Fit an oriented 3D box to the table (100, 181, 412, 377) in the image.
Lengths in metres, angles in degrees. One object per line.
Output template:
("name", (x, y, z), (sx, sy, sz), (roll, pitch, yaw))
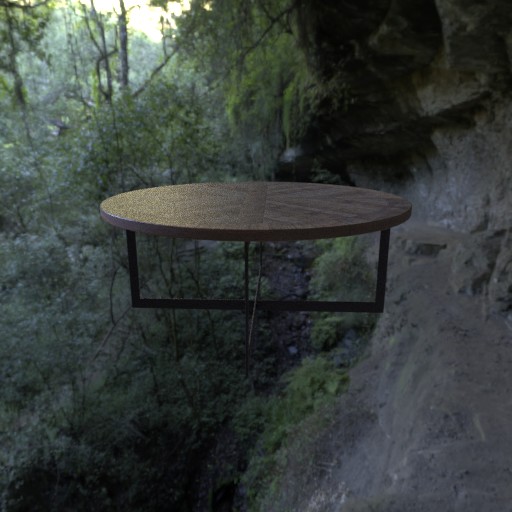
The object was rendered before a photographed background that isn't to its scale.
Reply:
("table", (0.000, 0.000, 1.964), (1.264, 0.516, 1.264), (0, 16, 0))
